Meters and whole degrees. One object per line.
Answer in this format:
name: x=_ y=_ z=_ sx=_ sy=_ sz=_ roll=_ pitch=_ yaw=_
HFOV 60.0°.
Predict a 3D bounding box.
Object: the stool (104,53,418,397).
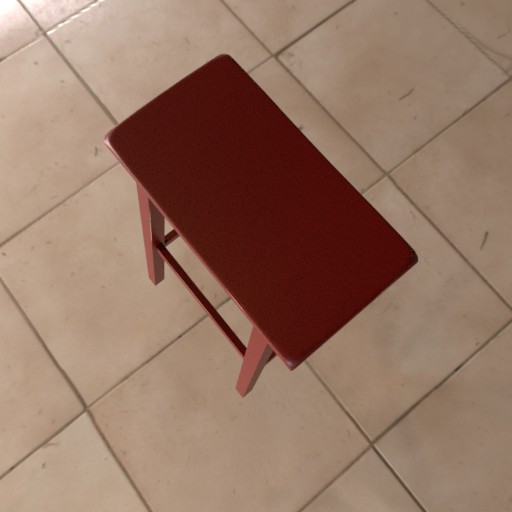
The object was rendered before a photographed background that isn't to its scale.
stool: x=0.000 y=0.000 z=0.999 sx=0.476 sy=0.737 sz=0.457 roll=-39 pitch=79 yaw=-9
